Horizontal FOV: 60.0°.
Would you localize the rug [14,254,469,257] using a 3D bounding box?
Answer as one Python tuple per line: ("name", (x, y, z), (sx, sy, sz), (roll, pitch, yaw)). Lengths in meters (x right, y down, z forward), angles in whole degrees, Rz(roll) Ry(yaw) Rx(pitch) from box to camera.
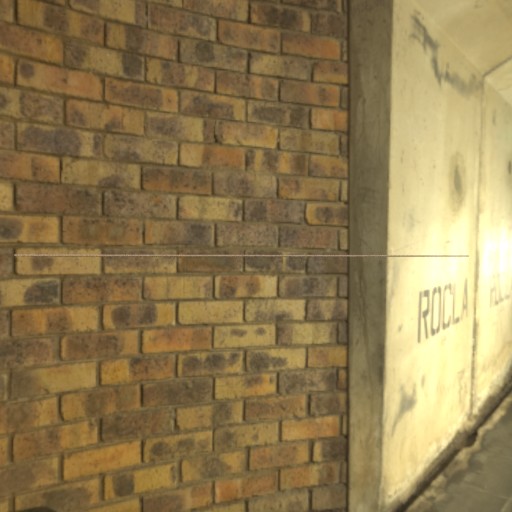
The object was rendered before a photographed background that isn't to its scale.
("rug", (0.000, 0.000, 2.649), (2.439, 0.008, 0.762), (0, 0, -18))
